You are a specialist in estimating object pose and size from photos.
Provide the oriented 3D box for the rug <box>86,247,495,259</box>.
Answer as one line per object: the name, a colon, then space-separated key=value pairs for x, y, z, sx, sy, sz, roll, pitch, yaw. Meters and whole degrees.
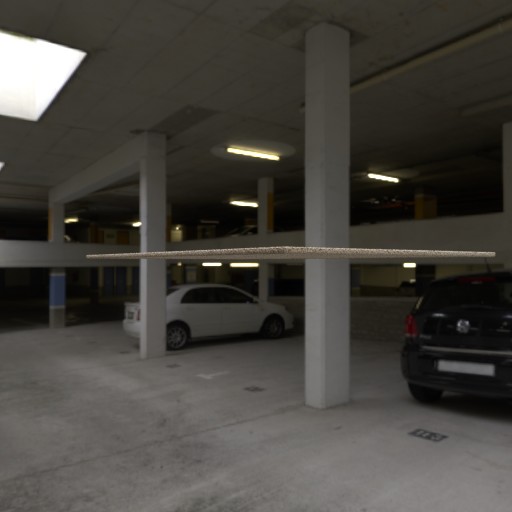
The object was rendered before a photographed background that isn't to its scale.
rug: x=0.000 y=0.000 z=2.904 sx=1.500 sy=0.025 sz=2.346 roll=1 pitch=-1 yaw=-37
